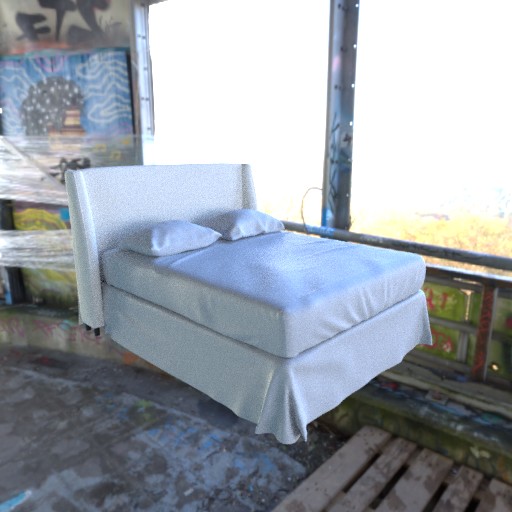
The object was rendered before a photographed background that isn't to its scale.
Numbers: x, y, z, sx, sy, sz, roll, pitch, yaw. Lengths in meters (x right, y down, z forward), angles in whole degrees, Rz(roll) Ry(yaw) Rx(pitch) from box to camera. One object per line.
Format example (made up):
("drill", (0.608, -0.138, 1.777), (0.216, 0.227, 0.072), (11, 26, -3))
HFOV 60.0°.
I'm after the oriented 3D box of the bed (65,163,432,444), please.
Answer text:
("bed", (0.000, 0.000, 3.444), (2.276, 1.332, 1.925), (13, 19, 42))
